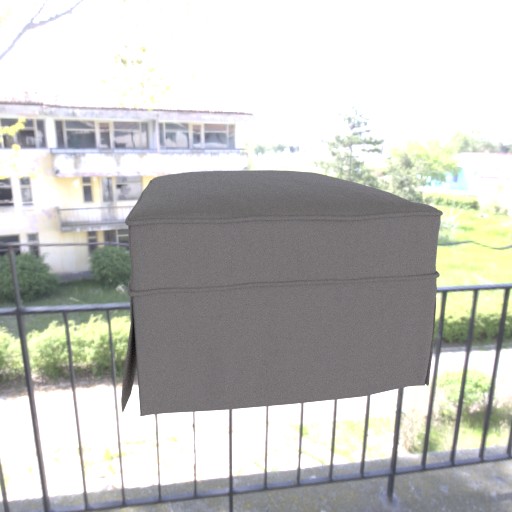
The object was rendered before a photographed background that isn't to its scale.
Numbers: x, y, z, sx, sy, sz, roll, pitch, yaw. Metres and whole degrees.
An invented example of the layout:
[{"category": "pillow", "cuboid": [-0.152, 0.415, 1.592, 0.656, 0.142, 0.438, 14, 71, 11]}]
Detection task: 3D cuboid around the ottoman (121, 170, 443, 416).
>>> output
[{"category": "ottoman", "cuboid": [0.000, 0.000, 1.322, 0.703, 0.479, 0.944, -2, 15, -9]}]
